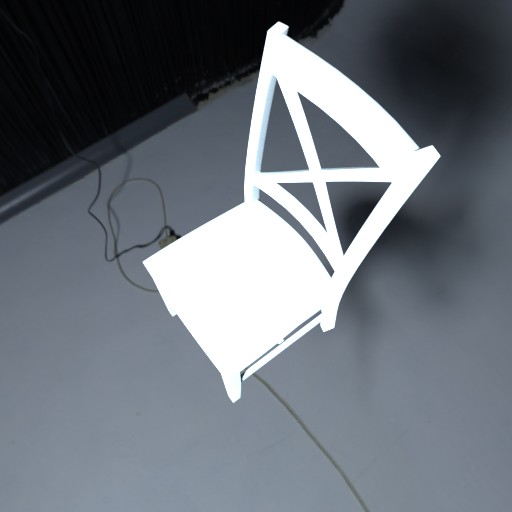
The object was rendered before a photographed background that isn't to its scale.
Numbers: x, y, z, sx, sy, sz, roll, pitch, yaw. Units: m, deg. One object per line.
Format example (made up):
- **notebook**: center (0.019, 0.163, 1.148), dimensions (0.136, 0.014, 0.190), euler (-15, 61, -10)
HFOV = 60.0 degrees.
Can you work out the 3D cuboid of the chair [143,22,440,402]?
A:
- **chair**: center (0.000, 0.000, 1.280), dimensions (0.542, 0.983, 0.485), euler (-34, 68, -16)
